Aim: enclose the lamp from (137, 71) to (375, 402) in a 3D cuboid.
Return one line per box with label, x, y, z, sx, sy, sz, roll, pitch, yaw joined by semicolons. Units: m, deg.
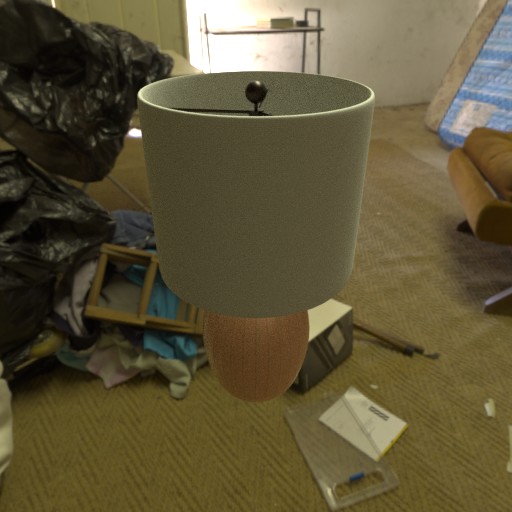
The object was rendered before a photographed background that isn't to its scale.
lamp;0.000;0.000;0.765;0.329;0.570;0.329;0;31;0
